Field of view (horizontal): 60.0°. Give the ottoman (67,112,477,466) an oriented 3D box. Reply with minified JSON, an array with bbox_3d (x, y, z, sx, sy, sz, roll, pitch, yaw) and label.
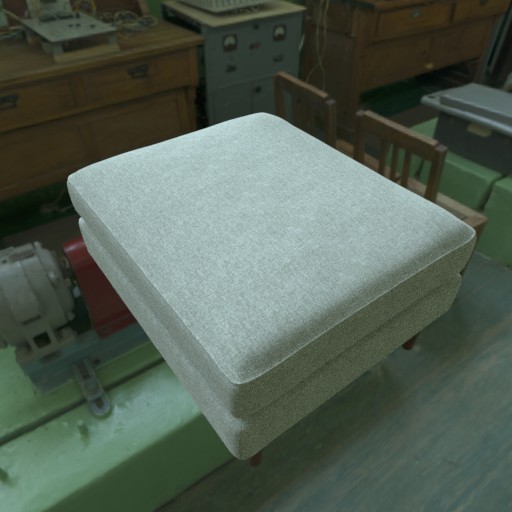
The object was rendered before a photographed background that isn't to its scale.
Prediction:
[{"bbox_3d":[0.000,0.000,1.210,0.693,0.474,0.821,-26,48,-27],"label":"ottoman"}]
